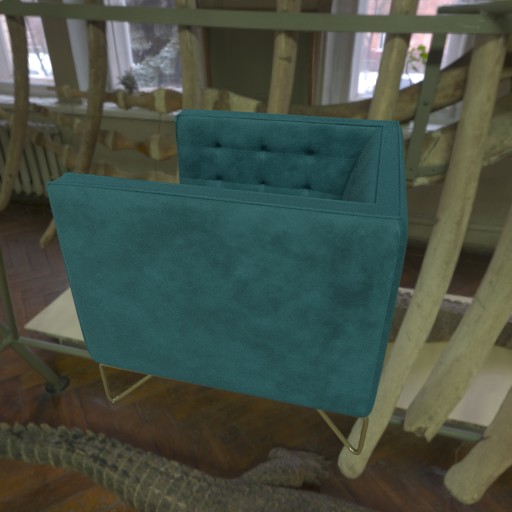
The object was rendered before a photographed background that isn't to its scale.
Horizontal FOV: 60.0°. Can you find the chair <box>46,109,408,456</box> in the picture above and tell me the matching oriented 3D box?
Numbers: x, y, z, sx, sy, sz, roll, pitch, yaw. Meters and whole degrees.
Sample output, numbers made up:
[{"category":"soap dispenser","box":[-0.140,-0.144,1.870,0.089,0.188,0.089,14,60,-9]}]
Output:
[{"category":"chair","box":[0.000,0.000,1.546,0.894,0.790,0.880,8,31,13]}]
